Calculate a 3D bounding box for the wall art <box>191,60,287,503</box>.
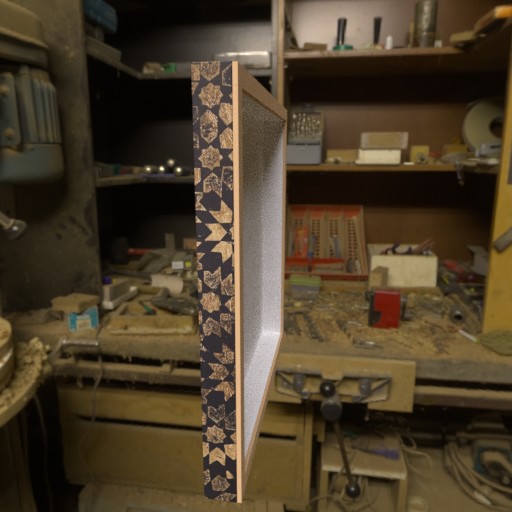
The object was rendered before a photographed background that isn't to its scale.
[{"bbox_3d":[0.000,0.000,0.587,0.038,0.405,0.405,2,13,9],"label":"wall art"}]
